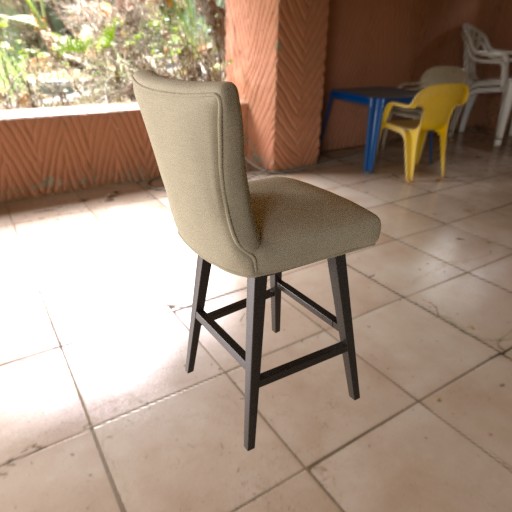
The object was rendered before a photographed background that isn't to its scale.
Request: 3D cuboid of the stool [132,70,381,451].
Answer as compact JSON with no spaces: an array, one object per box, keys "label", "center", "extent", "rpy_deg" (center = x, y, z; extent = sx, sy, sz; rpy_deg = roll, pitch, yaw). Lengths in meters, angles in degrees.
[{"label":"stool","center":[0.000,0.000,1.409],"extent":[0.574,1.086,0.514],"rpy_deg":[-16,31,-30]}]
